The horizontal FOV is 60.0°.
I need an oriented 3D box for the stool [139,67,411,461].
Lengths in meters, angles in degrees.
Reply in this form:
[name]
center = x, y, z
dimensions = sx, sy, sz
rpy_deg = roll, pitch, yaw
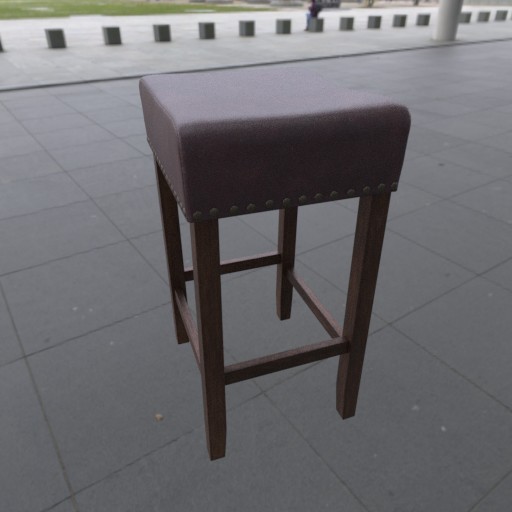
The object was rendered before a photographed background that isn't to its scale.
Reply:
[stool]
center = 0.000, 0.000, 1.053
dimensions = 0.401, 0.769, 0.465
rpy_deg = -10, 33, -17
